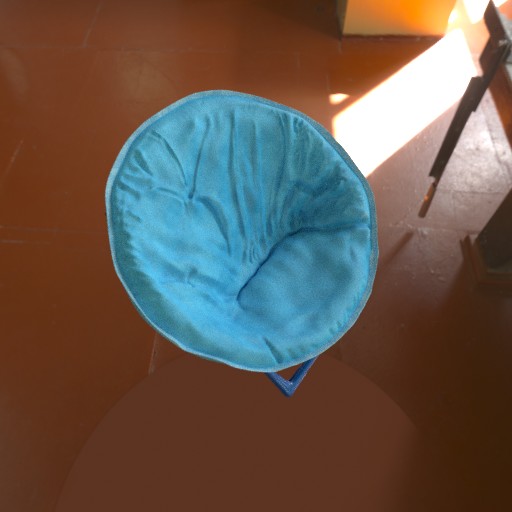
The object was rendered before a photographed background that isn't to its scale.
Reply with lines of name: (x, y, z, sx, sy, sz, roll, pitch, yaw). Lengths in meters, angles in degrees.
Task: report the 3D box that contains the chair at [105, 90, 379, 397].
chair: (0.000, 0.000, 0.898, 0.465, 0.478, 0.520, 33, 63, 19)
